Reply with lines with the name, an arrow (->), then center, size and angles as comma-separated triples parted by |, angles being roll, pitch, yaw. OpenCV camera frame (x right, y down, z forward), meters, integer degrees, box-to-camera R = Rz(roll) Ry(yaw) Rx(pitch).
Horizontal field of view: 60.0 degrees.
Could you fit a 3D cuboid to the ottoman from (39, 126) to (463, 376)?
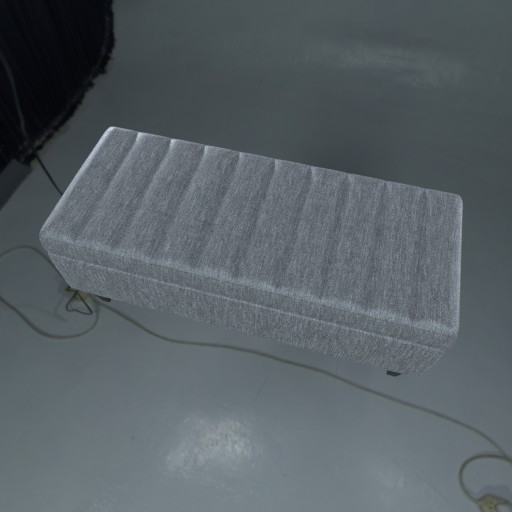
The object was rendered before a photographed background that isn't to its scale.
ottoman -> 0.000, 0.000, 1.438 | 1.151, 0.469, 0.482 | 13, 58, 8
